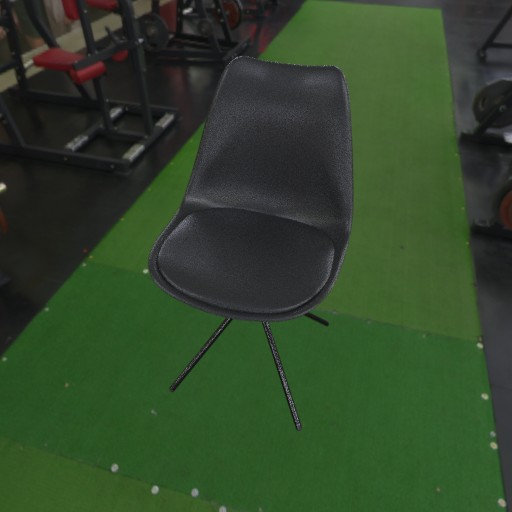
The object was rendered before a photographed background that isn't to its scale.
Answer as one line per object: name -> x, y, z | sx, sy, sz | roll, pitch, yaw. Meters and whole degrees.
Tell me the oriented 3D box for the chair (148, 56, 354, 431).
chair -> 0.000, 0.000, 1.179 | 0.461, 0.850, 0.525 | 12, 43, 13
